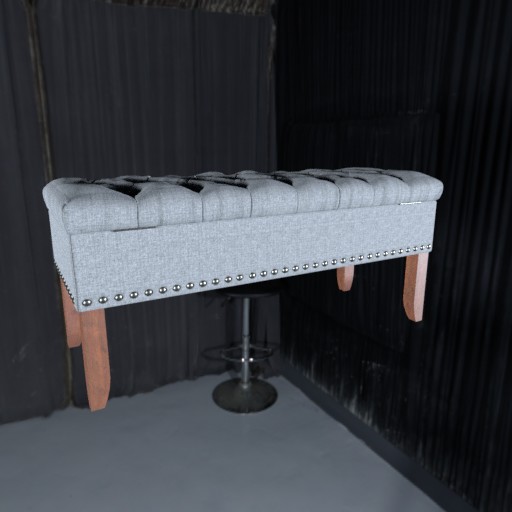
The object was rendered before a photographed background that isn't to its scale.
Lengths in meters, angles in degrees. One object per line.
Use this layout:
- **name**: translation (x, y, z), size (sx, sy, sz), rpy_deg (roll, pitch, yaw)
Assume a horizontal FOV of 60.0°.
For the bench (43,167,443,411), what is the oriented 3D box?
- **bench**: translation (0.000, 0.000, 1.281), size (1.052, 0.470, 0.417), rpy_deg (-8, 16, -29)
